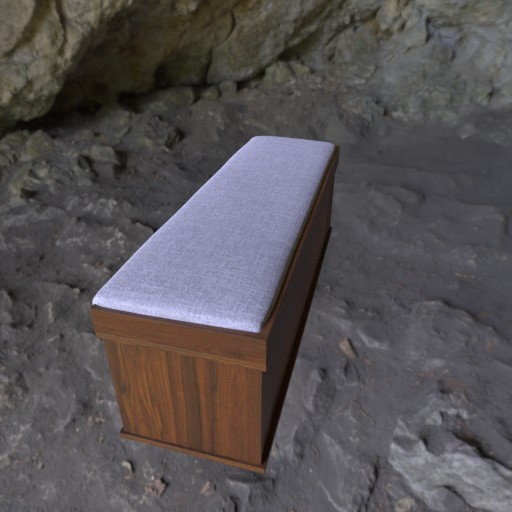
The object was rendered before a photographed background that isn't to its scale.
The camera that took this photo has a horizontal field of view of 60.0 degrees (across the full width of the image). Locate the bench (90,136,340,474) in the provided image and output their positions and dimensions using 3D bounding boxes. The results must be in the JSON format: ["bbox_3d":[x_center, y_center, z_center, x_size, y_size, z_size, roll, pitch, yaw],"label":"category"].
[{"bbox_3d":[0.000,0.000,1.410,0.367,0.468,1.196,8,32,13],"label":"bench"}]
